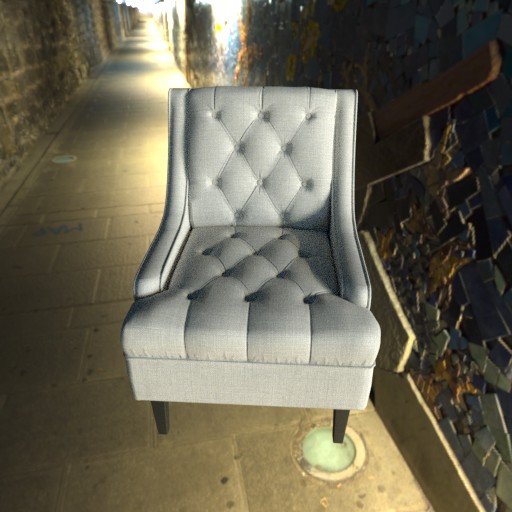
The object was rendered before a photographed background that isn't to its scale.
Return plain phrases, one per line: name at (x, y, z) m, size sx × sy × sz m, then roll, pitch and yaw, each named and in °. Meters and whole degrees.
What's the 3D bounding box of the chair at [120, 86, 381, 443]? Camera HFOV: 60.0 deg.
chair at (0.000, 0.000, 1.373) m, size 0.658 × 0.891 × 0.772 m, roll 2°, pitch 29°, yaw 3°
